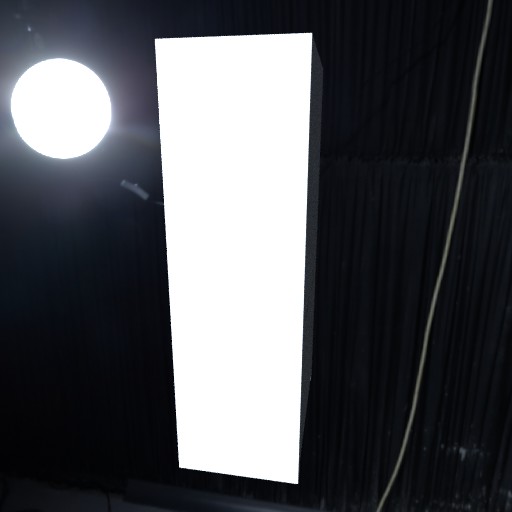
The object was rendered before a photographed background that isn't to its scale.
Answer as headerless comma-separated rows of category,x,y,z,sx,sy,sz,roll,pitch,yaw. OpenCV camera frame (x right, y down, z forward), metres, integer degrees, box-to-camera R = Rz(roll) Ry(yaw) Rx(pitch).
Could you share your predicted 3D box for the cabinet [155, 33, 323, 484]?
cabinet,0.000,0.000,2.321,0.580,1.920,0.980,3,16,10
